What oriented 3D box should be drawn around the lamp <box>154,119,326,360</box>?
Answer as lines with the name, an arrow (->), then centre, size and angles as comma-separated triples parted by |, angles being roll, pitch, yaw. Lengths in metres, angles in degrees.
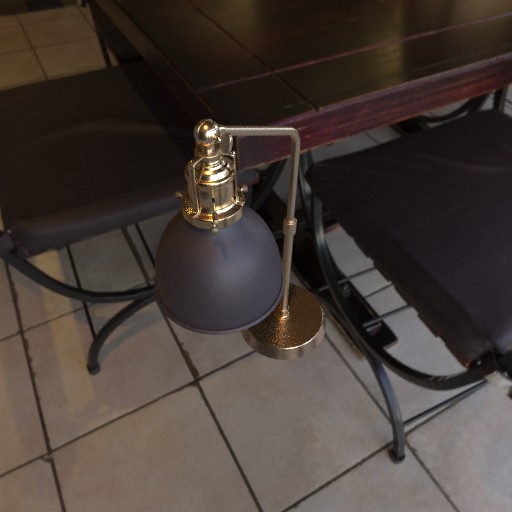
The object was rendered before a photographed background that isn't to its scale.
lamp -> 0.000, 0.000, 0.586 | 0.160, 0.456, 0.291 | 34, 56, 27
